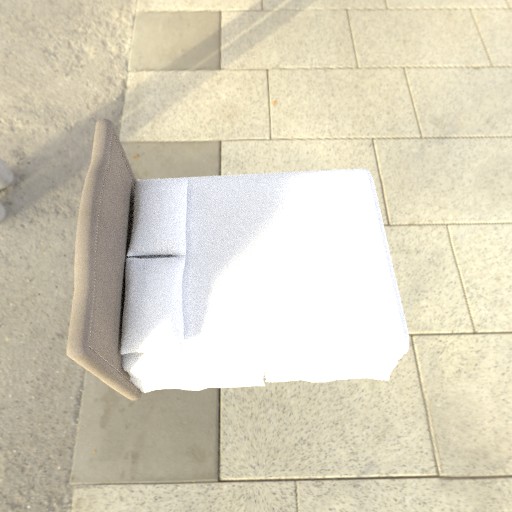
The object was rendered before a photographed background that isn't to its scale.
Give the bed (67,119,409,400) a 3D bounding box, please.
[{"bbox_3d":[0.000,0.000,3.311,2.128,1.441,1.744,-3,63,-2],"label":"bed"}]
